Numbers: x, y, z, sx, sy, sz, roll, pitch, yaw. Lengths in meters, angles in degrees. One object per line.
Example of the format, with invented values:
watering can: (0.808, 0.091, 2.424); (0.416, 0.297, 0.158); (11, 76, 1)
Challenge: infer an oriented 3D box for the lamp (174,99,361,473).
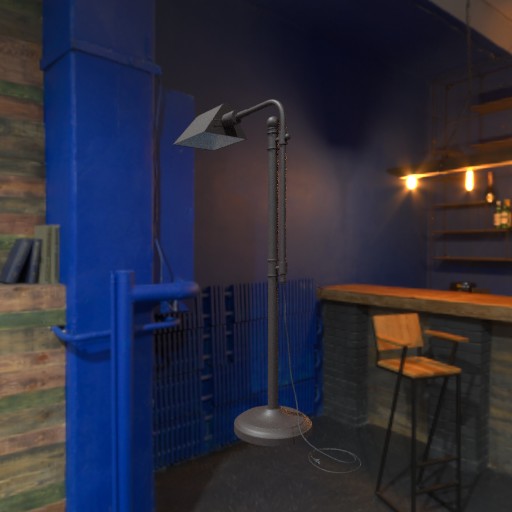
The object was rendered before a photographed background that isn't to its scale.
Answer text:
lamp: (0.000, 0.000, 0.947); (0.159, 0.708, 0.545); (-1, 1, -37)
